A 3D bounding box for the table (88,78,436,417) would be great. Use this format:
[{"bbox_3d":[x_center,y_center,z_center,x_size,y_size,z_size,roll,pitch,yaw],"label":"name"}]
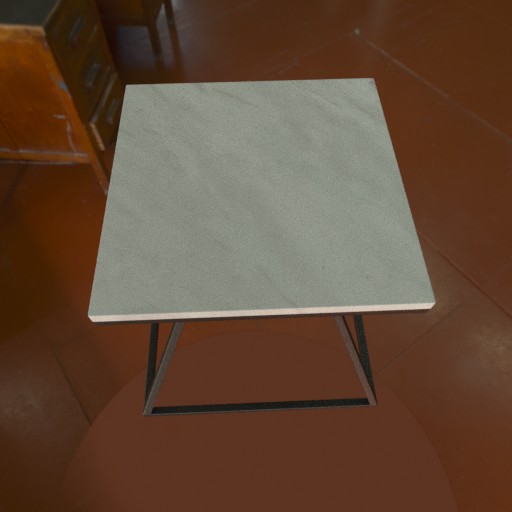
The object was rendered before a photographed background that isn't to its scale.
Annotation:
[{"bbox_3d":[0.000,0.000,0.803,0.455,0.431,0.455,-2,59,-1],"label":"table"}]
